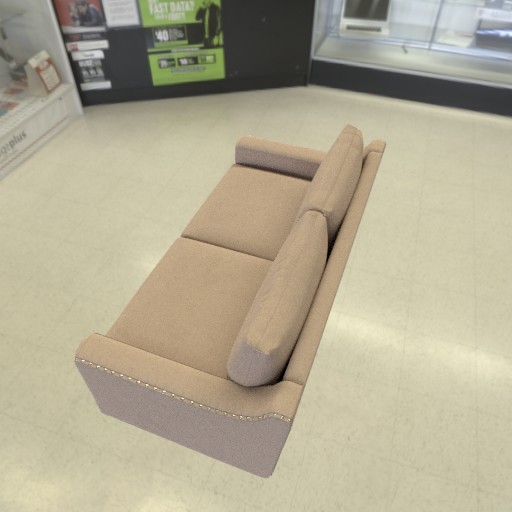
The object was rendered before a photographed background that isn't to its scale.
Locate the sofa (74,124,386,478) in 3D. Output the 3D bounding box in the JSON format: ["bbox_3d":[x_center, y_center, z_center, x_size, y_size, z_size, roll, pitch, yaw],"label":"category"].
[{"bbox_3d":[0.000,0.000,2.519,1.030,0.901,1.967,15,48,15],"label":"sofa"}]
